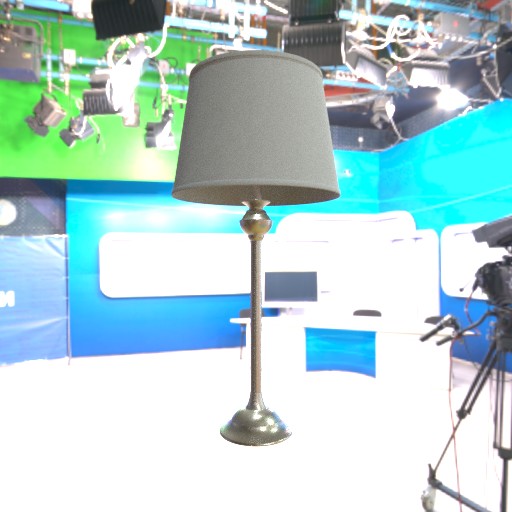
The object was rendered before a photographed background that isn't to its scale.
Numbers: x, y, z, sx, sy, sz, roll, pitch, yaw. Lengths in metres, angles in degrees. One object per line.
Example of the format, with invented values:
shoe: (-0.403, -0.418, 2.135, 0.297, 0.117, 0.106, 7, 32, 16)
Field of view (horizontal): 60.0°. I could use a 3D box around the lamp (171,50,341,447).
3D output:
lamp: (0.000, 0.000, 0.881, 0.331, 0.698, 0.331, 0, 0, 0)
